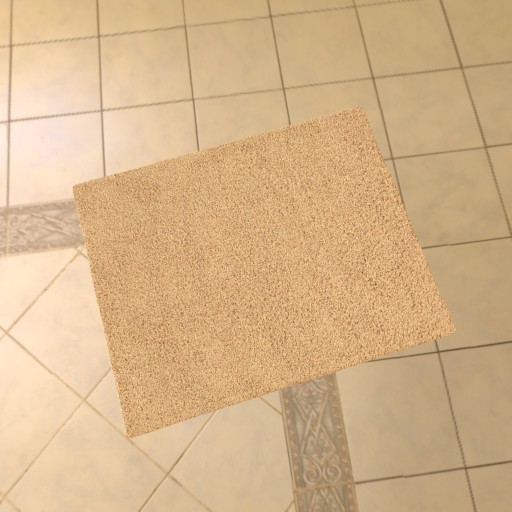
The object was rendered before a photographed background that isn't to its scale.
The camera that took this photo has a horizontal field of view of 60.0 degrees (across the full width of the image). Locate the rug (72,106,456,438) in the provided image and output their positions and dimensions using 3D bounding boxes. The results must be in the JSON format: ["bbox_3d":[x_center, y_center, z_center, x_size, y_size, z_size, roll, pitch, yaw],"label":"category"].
[{"bbox_3d":[0.000,0.000,4.182,3.047,0.029,2.438,-17,76,-4],"label":"rug"}]
